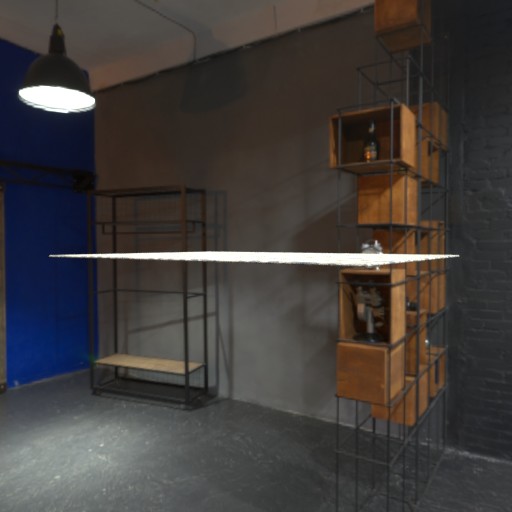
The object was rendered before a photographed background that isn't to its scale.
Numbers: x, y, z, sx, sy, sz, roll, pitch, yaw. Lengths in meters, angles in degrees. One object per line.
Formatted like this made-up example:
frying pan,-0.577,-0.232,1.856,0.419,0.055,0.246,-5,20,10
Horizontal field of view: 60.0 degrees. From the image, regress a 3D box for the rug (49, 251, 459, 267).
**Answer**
rug,0.000,0.000,3.029,2.261,0.013,1.676,1,2,36
